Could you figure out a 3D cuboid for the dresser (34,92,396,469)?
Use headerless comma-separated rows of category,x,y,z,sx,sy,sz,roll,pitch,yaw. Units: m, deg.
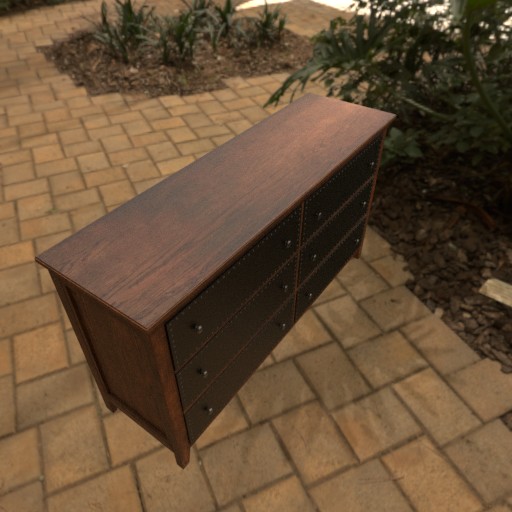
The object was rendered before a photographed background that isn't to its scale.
dresser,0.000,0.000,1.930,0.463,0.856,1.551,25,47,26
